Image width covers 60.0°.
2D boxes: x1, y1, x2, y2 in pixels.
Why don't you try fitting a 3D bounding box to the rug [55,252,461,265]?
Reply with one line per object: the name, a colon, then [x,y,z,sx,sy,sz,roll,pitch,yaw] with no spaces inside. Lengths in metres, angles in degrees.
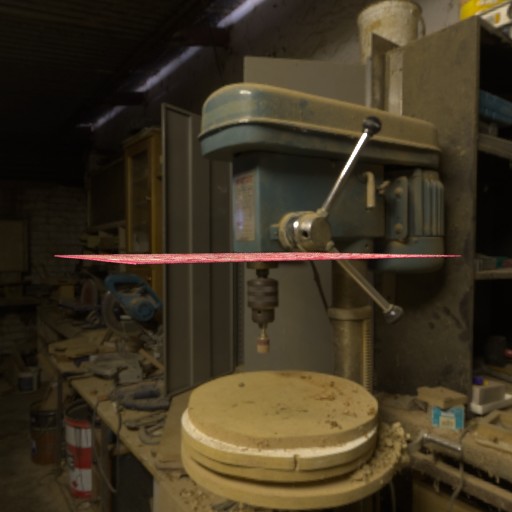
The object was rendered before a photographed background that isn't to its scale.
rug: [0.000,0.000,2.931,2.184,0.007,1.579,-1,2,-35]
